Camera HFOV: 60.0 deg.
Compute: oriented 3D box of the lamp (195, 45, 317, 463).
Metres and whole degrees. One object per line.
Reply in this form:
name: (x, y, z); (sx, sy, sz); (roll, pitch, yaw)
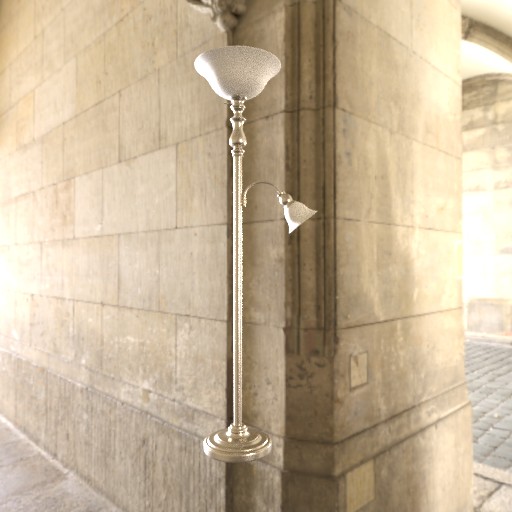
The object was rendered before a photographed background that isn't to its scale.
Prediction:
lamp: (0.000, 0.000, 2.076); (0.575, 1.785, 0.405); (0, -1, -1)
